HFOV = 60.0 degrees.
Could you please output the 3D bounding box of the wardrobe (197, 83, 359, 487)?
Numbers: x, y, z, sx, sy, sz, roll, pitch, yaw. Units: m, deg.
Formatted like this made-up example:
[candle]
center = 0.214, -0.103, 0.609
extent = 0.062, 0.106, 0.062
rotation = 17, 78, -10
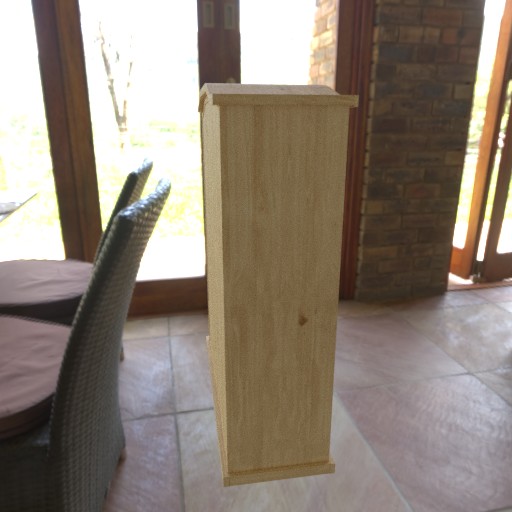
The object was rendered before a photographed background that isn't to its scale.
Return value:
[wardrobe]
center = 0.000, 0.000, 2.631
extent = 0.570, 1.870, 1.500
rotation = -3, 17, -9
